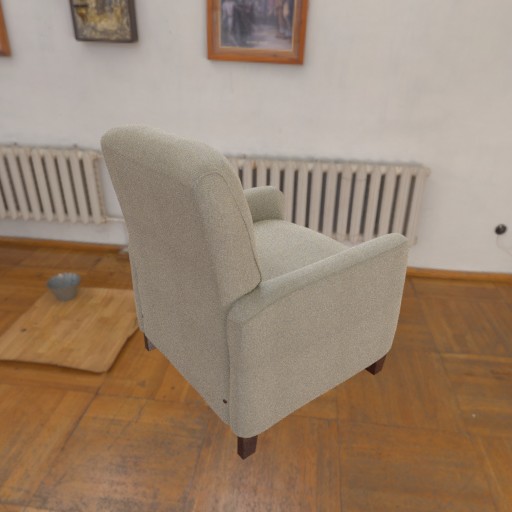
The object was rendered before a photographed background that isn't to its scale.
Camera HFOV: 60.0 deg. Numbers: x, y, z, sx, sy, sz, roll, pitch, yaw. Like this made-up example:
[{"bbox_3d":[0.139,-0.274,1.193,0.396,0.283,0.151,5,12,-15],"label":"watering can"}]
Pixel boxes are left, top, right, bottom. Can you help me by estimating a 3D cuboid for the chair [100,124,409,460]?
[{"bbox_3d":[0.000,0.000,1.687,0.853,1.006,0.850,-19,32,-33],"label":"chair"}]
